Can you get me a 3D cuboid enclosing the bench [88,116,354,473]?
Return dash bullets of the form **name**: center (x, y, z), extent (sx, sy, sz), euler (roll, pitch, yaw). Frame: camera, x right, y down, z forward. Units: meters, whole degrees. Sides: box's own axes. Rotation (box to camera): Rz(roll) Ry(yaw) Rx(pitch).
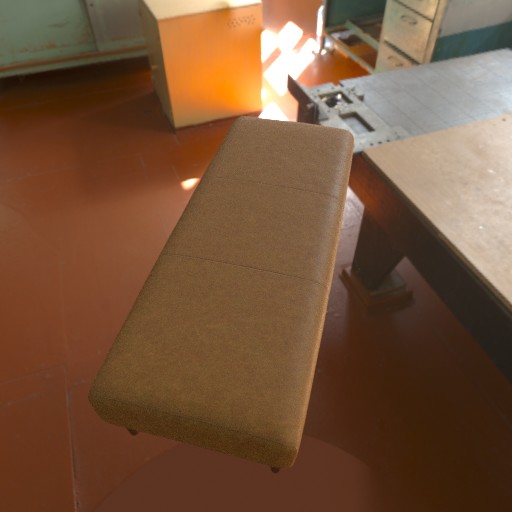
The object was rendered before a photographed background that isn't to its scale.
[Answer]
- **bench**: center (0.000, 0.000, 1.864), extent (0.653, 0.399, 1.610), euler (10, 48, 10)
